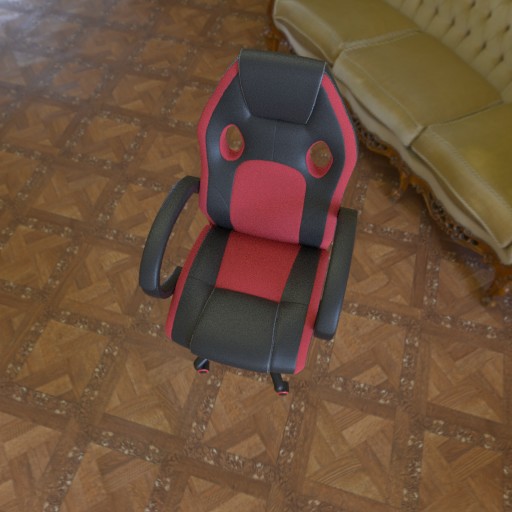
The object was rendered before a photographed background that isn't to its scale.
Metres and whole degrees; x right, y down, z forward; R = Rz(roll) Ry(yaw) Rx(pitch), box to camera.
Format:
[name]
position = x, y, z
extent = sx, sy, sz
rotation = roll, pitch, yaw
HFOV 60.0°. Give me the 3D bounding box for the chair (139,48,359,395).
[chair]
position = 0.000, 0.000, 1.610
extent = 0.673, 1.187, 0.724
rotation = 13, 58, 8
